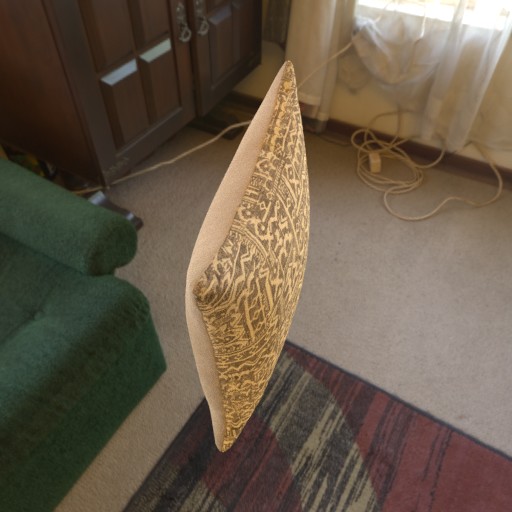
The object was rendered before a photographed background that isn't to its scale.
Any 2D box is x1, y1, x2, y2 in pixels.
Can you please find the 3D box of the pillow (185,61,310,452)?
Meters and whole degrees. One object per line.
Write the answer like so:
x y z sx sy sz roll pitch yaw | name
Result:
0.000 0.000 0.804 0.180 0.487 0.546 10 49 9 | pillow
